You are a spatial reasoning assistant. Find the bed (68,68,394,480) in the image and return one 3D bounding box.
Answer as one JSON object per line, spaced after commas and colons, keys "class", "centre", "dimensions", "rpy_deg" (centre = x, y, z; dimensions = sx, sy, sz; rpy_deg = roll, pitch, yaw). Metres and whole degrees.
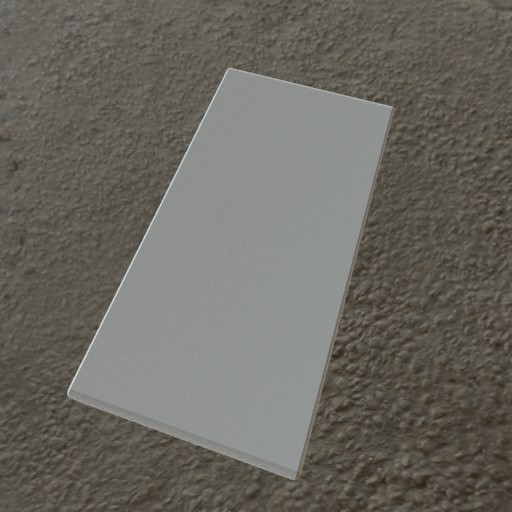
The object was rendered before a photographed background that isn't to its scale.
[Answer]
{"class": "bed", "centre": [0.000, 0.000, 2.335], "dimensions": [0.961, 0.616, 1.902], "rpy_deg": [17, 66, 8]}
